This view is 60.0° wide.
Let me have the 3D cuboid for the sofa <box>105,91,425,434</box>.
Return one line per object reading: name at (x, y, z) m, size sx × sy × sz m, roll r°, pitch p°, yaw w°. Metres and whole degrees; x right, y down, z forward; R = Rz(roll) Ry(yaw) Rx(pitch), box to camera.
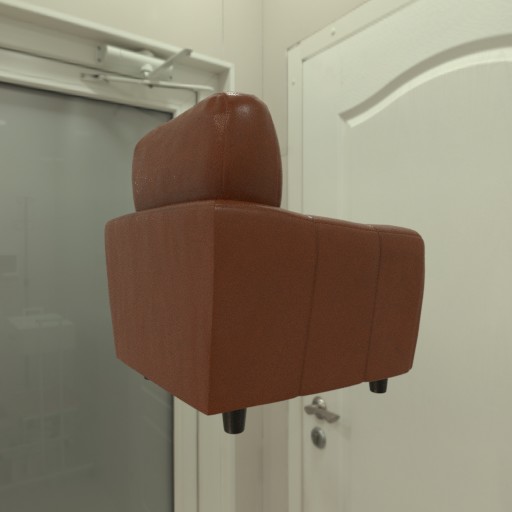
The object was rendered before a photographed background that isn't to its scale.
sofa at (0.000, 0.000, 1.495) m, size 0.789 × 0.876 × 0.836 m, roll 0°, pitch 1°, yaw -35°
